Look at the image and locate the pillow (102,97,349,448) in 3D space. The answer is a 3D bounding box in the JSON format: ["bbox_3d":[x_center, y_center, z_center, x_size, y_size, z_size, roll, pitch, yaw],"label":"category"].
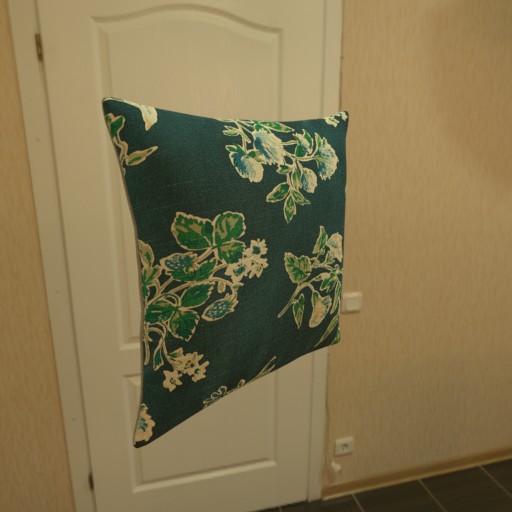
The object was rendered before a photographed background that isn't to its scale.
[{"bbox_3d":[0.000,0.000,0.787,0.525,0.508,0.166,-14,21,-42],"label":"pillow"}]
